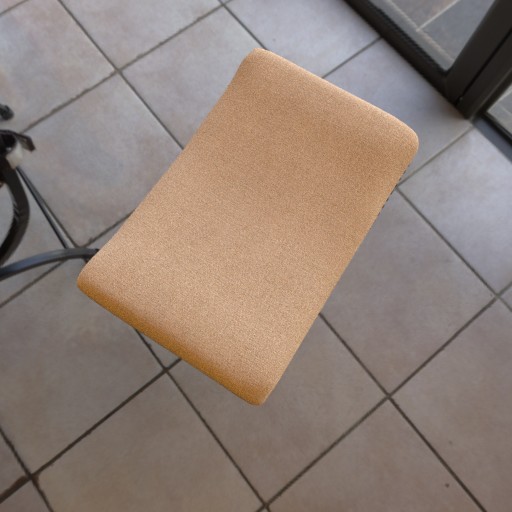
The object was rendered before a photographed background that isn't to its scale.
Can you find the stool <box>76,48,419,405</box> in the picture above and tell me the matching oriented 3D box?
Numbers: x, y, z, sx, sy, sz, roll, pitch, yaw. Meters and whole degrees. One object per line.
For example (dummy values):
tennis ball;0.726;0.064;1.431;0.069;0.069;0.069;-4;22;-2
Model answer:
stool;0.000;0.000;0.979;0.363;0.669;0.509;32;78;7
